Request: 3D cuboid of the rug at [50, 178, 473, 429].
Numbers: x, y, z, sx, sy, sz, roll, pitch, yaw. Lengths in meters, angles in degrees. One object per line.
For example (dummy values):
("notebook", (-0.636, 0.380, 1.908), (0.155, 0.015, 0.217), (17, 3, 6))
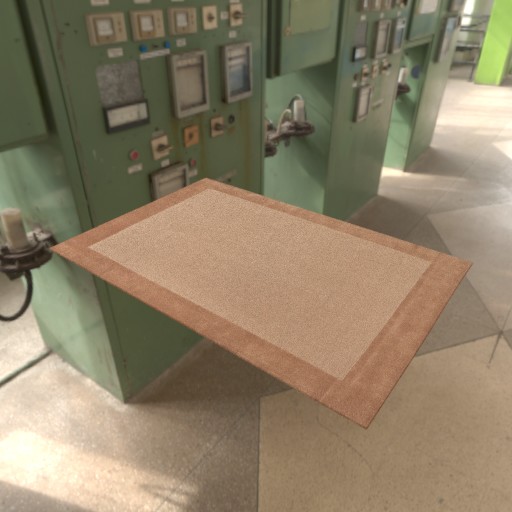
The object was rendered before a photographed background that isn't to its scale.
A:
("rug", (0.000, 0.000, 2.296), (1.829, 0.014, 1.219), (22, 39, 31))
